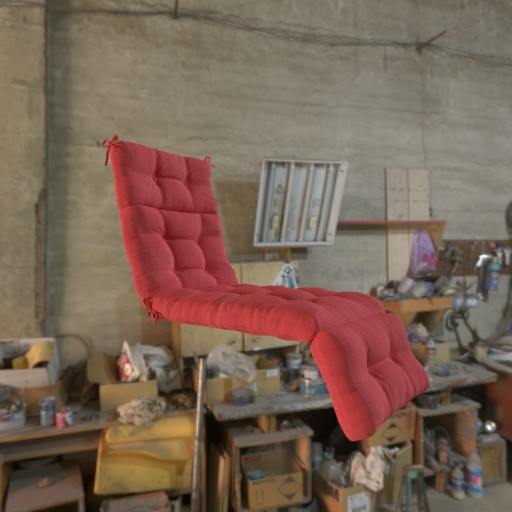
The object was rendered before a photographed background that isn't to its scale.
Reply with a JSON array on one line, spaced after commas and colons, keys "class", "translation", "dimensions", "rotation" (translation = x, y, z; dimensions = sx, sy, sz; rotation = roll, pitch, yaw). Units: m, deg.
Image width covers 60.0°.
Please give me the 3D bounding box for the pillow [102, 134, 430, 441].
[{"class": "pillow", "translation": [0.000, 0.000, 1.488], "dimensions": [1.016, 0.863, 0.526], "rotation": [0, 0, 37]}]
